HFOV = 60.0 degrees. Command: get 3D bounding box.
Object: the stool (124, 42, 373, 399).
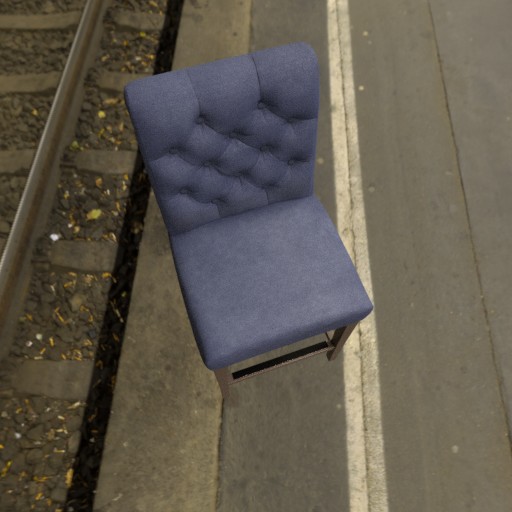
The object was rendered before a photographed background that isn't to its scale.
[{"bbox_3d":[0.000,0.000,1.362,0.493,1.010,0.601,-17,64,-8],"label":"stool"}]
